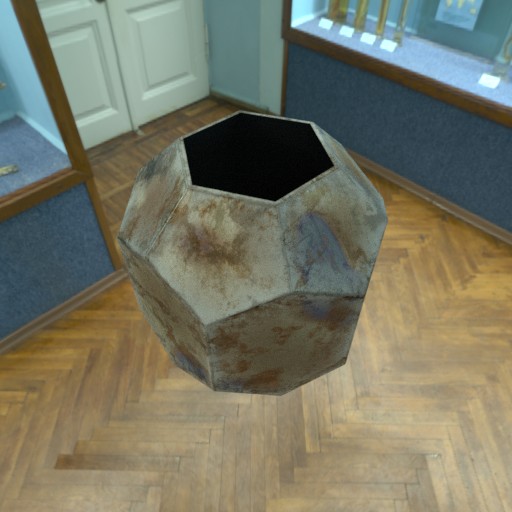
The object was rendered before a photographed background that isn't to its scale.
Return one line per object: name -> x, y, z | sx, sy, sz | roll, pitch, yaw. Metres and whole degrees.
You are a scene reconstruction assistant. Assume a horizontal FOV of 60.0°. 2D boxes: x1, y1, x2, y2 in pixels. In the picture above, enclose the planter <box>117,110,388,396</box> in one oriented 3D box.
planter -> 0.000, 0.000, 0.433 | 0.221, 0.238, 0.243 | -34, 55, -28
